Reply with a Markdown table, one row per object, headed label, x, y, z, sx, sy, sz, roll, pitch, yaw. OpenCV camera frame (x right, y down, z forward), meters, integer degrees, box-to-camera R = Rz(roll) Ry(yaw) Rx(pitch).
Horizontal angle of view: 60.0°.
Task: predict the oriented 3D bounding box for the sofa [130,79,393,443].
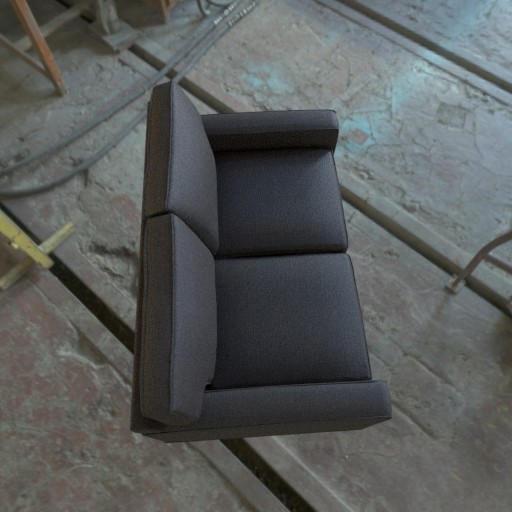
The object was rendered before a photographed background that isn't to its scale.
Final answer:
| label | x | y | z | sx | sy | sz | roll | pitch | yaw |
| --- | --- | --- | --- | --- | --- | --- | --- | --- | --- |
| sofa | 0.000 | 0.000 | 2.089 | 0.974 | 0.887 | 1.534 | -3 | 64 | -2 |
